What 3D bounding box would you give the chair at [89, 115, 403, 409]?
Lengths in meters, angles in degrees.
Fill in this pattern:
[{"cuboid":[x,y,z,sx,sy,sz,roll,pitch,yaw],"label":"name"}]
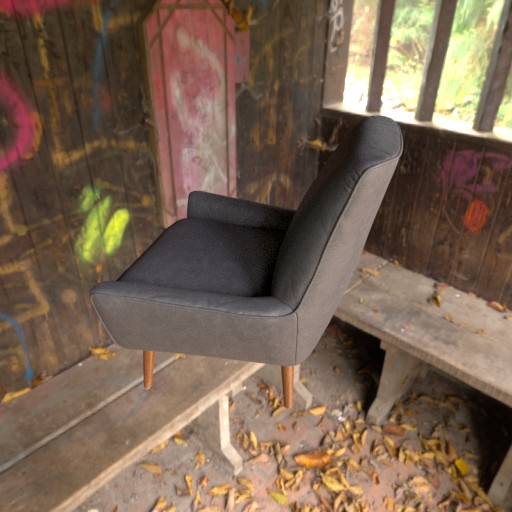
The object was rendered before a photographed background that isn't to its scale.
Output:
[{"cuboid":[0.000,0.000,1.504,0.822,0.888,0.787,8,31,13],"label":"chair"}]
